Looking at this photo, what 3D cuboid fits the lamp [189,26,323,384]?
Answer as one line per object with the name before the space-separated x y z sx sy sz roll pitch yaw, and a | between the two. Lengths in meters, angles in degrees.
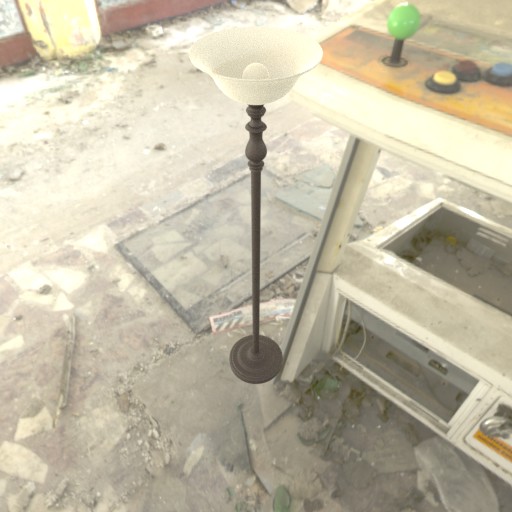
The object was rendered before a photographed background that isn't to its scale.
lamp | 0.000 0.000 1.991 0.405 1.797 0.405 -16 48 -15
